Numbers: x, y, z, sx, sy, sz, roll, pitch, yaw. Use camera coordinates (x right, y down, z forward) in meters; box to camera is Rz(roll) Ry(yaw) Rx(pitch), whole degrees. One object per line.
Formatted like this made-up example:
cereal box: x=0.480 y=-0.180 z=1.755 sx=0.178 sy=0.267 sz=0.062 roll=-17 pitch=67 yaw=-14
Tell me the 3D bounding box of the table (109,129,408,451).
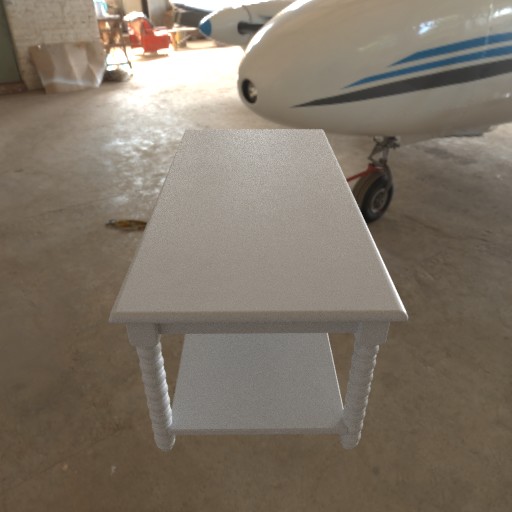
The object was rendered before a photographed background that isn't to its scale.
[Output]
table: x=0.000 y=0.000 z=1.465 sx=0.580 sy=0.487 sz=1.171 roll=0 pitch=33 yaw=0
